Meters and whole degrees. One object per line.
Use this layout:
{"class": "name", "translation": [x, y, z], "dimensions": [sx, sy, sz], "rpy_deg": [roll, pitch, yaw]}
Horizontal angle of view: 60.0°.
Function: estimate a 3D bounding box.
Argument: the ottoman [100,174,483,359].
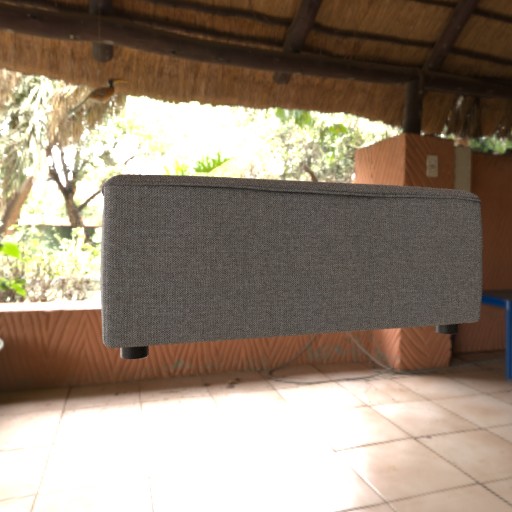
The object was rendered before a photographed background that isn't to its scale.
{"class": "ottoman", "translation": [0.000, 0.000, 1.542], "dimensions": [1.023, 0.423, 1.017], "rpy_deg": [-1, 2, -18]}
